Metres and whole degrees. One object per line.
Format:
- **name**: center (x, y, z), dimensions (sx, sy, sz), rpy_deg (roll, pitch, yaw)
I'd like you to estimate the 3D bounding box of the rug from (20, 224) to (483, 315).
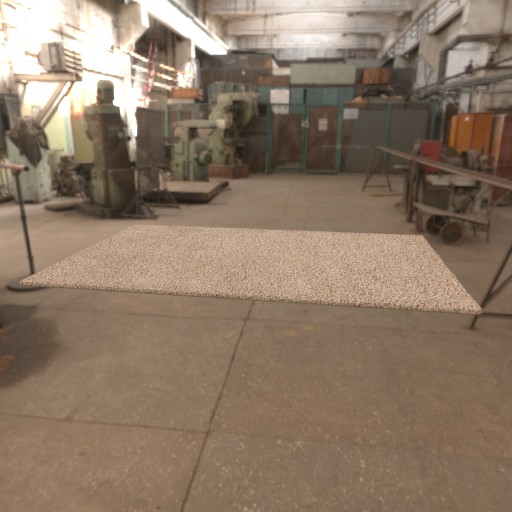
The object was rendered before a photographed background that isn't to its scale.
- **rug**: center (0.000, 0.000, 3.005), dimensions (2.438, 0.030, 1.524), rpy_deg (3, 17, 9)
